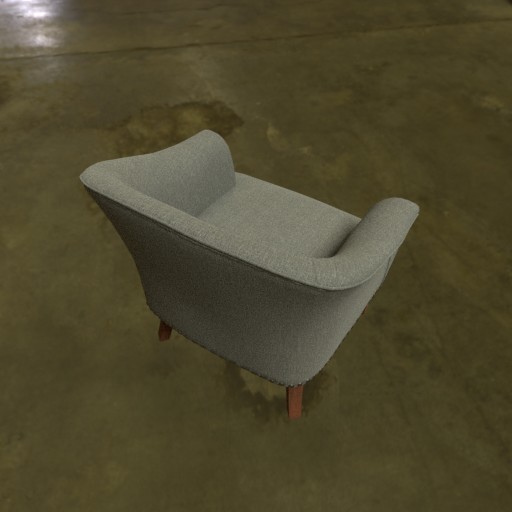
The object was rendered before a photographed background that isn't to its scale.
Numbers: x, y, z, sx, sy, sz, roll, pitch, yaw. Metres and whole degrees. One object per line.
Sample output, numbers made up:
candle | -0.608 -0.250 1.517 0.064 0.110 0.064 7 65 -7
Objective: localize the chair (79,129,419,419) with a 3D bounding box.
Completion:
chair | 0.000 0.000 1.398 0.798 0.815 0.704 25 51 22
